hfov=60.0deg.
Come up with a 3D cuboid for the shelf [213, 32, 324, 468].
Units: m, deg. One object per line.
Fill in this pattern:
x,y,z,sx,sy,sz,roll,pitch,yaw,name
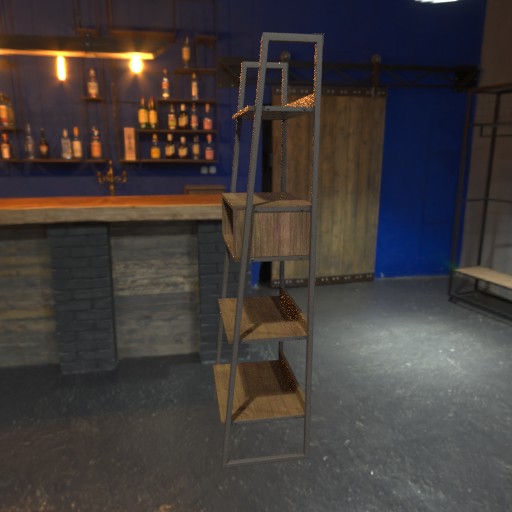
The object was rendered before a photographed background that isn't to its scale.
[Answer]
0.000,0.000,2.317,0.454,2.005,0.652,-2,14,-9,shelf
